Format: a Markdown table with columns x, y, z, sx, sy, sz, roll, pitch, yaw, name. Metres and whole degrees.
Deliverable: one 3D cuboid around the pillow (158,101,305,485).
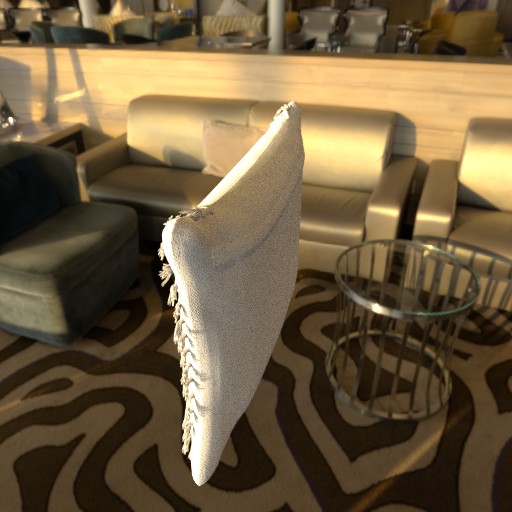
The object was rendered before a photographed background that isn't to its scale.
| x | y | z | sx | sy | sz | roll | pitch | yaw | name |
| --- | --- | --- | --- | --- | --- | --- | --- | --- | --- |
| 0.000 | 0.000 | 0.571 | 0.084 | 0.305 | 0.466 | 8 | 31 | 13 | pillow |
